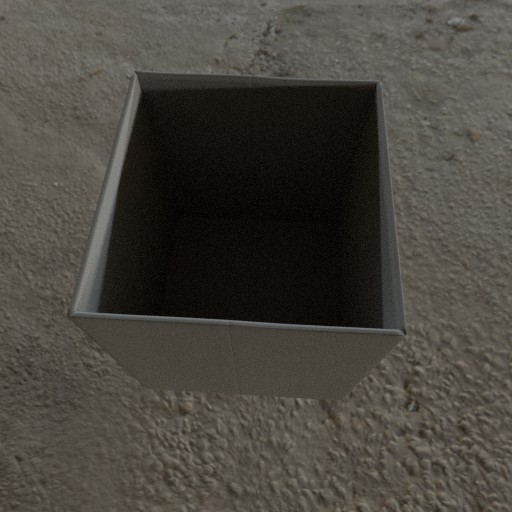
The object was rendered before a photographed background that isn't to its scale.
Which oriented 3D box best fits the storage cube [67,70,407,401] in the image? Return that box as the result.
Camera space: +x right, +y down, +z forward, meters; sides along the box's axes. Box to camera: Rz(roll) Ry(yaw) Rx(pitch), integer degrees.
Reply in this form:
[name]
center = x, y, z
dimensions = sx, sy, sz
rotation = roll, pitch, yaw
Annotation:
[storage cube]
center = 0.000, 0.000, 0.509
dimensions = 0.270, 0.280, 0.270
rotation = 3, 63, 2
